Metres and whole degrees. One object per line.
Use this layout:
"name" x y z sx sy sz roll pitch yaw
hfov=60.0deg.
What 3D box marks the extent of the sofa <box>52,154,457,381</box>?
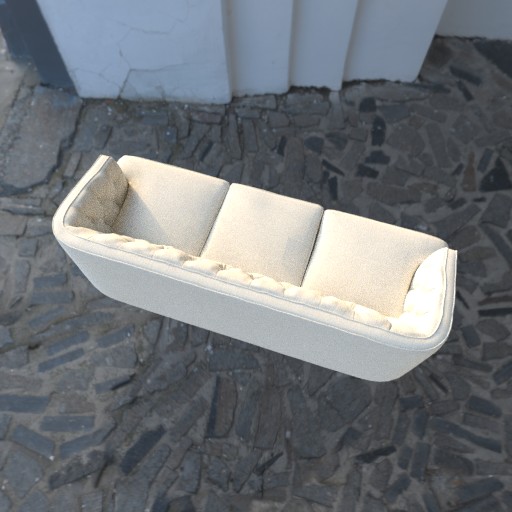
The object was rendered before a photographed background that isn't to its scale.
"sofa" 0.000 0.000 2.782 2.278 0.855 0.941 16 64 8
